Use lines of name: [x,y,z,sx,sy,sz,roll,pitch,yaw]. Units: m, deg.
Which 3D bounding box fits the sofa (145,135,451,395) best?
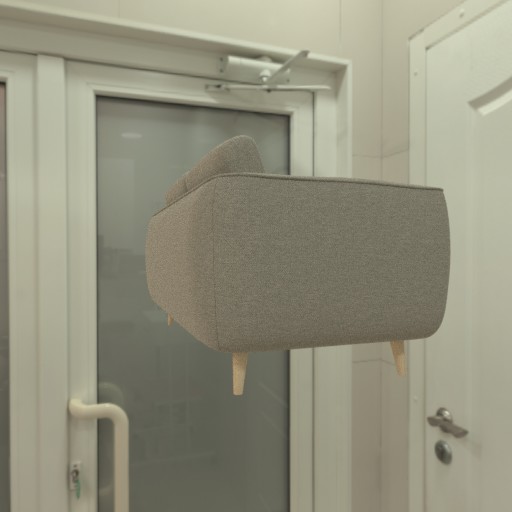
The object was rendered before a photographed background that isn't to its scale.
sofa: [0.000,0.000,2.153,0.920,0.850,1.700,0,1,-20]
